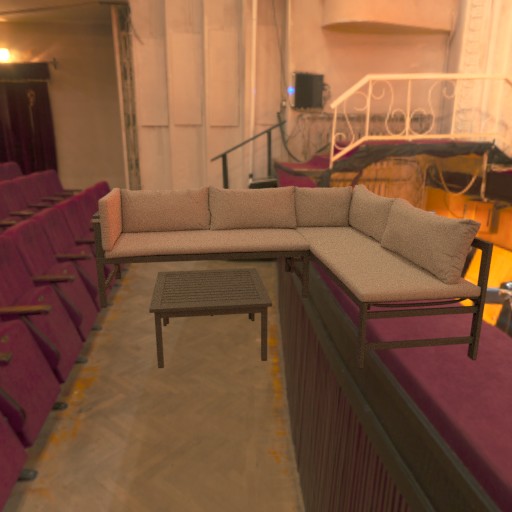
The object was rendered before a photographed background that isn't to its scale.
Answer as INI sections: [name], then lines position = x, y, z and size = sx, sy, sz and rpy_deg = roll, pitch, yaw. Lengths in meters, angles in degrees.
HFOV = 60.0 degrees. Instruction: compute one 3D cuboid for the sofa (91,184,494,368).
[sofa]
position = 0.000, 0.000, 2.863
size = 2.096, 0.758, 1.658
rpy_deg = -2, 16, -8
